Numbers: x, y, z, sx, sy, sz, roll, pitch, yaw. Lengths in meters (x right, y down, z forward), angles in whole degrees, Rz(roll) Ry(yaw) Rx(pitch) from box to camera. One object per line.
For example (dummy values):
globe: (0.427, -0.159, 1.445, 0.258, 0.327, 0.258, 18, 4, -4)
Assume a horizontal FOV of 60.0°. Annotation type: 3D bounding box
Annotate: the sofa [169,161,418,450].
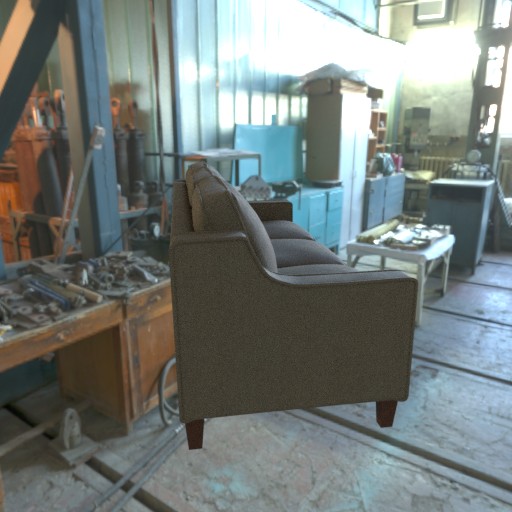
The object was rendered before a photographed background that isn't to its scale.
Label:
sofa: (0.000, 0.000, 2.528, 0.911, 0.974, 1.986, -3, 16, -9)
